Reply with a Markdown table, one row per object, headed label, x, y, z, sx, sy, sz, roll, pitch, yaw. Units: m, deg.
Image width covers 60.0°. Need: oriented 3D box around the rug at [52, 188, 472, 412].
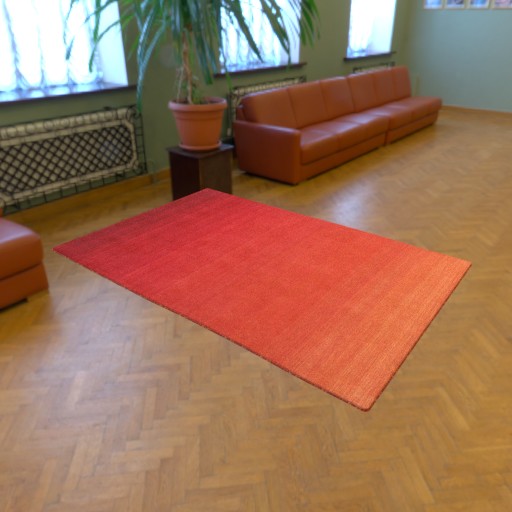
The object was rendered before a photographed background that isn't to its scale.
| label | x | y | z | sx | sy | sz | roll | pitch | yaw |
| --- | --- | --- | --- | --- | --- | --- | --- | --- | --- |
| rug | 0.000 | 0.000 | 2.314 | 1.835 | 0.018 | 1.230 | 20 | 34 | 33 |
